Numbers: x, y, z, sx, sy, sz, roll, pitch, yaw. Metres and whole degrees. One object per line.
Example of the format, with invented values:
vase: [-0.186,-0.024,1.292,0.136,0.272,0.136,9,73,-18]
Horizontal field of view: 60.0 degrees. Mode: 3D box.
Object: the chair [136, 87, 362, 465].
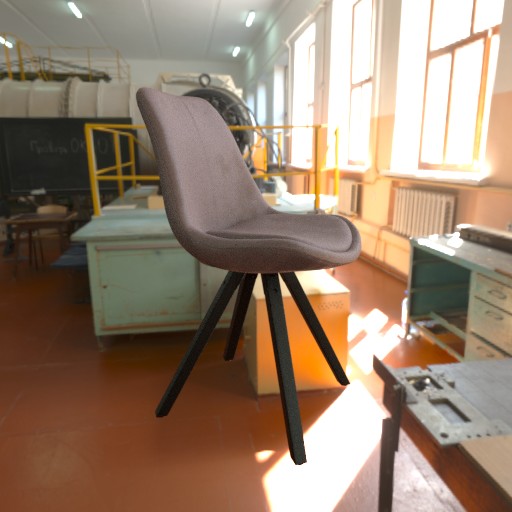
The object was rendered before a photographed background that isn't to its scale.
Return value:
chair: [0.000,0.000,1.205,0.547,0.865,0.483,6,15,25]
